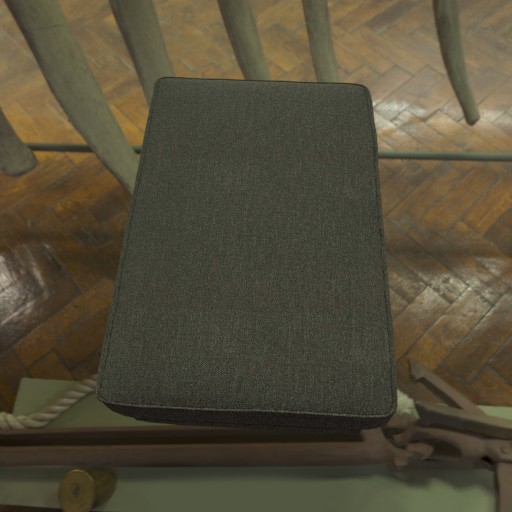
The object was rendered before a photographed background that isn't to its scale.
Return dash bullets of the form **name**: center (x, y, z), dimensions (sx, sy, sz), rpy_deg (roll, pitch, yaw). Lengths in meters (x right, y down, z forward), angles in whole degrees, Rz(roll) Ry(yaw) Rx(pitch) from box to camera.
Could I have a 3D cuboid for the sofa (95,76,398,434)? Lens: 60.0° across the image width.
- **sofa**: center (0.000, 0.000, 1.175), dimensions (0.578, 0.457, 0.854), rpy_deg (2, 65, 1)
